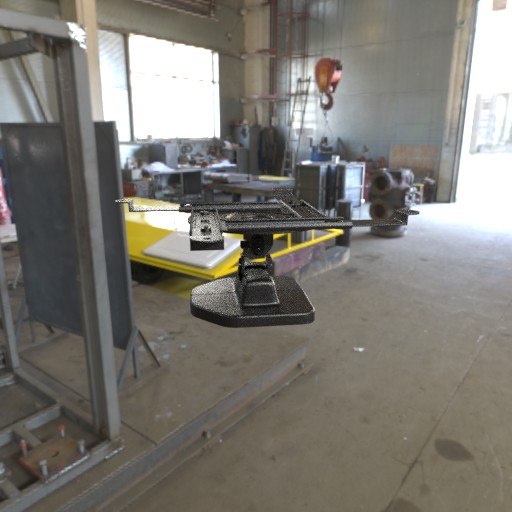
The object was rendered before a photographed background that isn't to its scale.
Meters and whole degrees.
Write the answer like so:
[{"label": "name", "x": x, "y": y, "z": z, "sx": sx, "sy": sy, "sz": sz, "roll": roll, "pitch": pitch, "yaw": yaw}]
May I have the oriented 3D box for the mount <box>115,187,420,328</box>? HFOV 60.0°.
[{"label": "mount", "x": 0.000, "y": 0.000, "z": 0.617, "sx": 0.394, "sy": 0.141, "sz": 0.394, "roll": -2, "pitch": 16, "yaw": -7}]
